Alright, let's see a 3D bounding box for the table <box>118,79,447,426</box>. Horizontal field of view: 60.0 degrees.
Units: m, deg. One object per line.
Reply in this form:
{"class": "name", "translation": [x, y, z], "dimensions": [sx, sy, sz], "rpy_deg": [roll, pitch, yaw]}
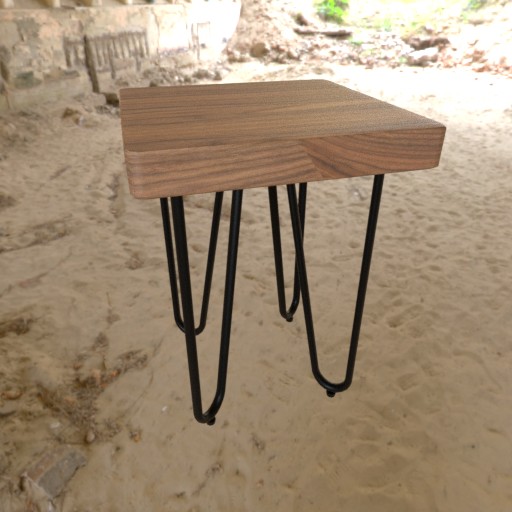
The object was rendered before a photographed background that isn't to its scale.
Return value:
{"class": "table", "translation": [0.000, 0.000, 0.970], "dimensions": [0.480, 0.641, 0.479], "rpy_deg": [-8, 31, -14]}
